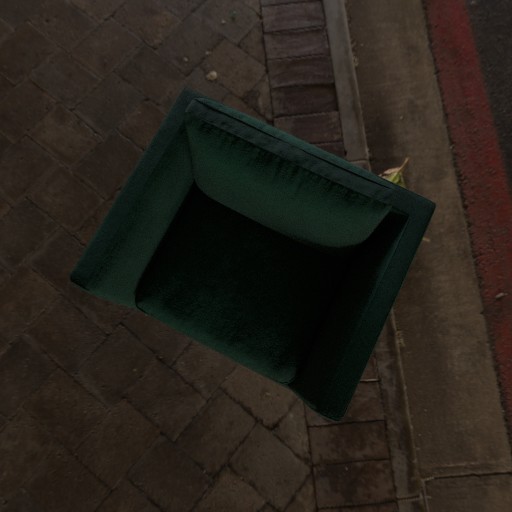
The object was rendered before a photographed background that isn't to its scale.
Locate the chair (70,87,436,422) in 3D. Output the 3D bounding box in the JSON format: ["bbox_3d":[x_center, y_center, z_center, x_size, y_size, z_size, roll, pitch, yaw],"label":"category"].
[{"bbox_3d":[0.000,0.000,1.799,1.047,0.997,0.852,26,79,5],"label":"chair"}]
